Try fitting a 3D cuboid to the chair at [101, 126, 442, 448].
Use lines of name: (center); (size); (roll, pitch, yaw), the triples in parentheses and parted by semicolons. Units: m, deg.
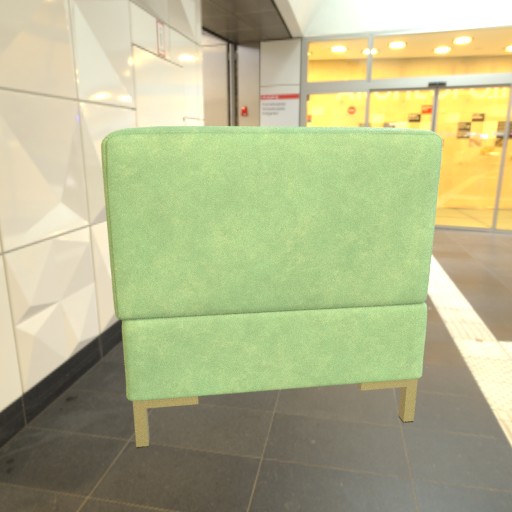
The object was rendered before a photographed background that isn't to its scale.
chair: (0.000, 0.000, 1.208); (0.680, 0.660, 0.680); (-2, 14, -8)
